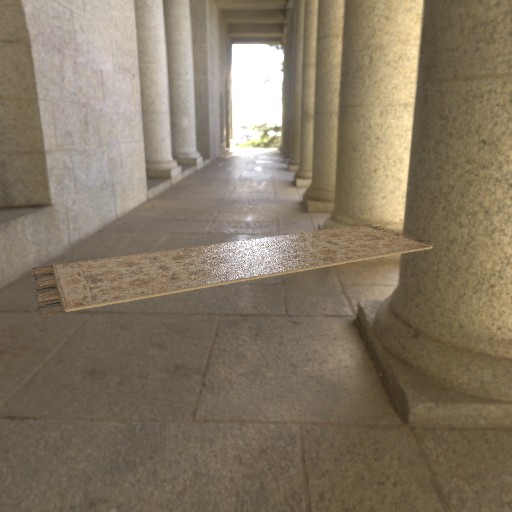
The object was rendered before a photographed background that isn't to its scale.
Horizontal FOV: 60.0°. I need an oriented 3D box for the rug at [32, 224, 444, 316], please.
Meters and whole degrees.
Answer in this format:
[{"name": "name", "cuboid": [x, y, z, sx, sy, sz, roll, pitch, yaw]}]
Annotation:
[{"name": "rug", "cuboid": [0.000, 0.000, 2.701, 2.438, 0.021, 0.729, -8, 19, -26]}]
